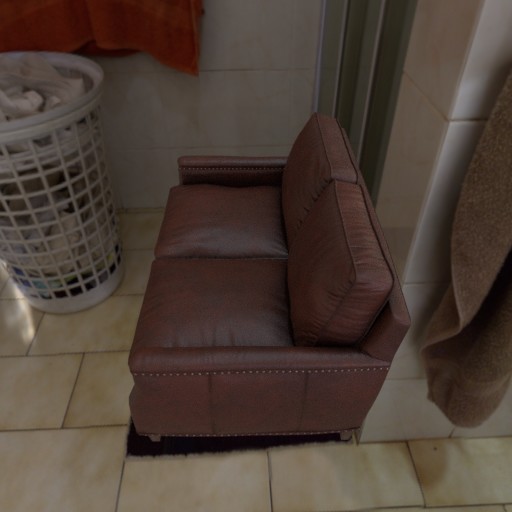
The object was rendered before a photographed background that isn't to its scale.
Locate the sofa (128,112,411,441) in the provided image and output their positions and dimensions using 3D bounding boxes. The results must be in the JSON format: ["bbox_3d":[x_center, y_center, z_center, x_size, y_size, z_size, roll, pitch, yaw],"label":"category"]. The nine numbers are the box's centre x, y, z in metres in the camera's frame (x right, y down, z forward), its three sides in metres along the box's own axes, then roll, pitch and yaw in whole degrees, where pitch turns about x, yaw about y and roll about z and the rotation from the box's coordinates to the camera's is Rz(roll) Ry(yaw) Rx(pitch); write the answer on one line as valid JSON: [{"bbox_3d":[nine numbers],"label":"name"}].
[{"bbox_3d":[0.000,0.000,2.306,1.083,1.003,1.628,0,42,0],"label":"sofa"}]
